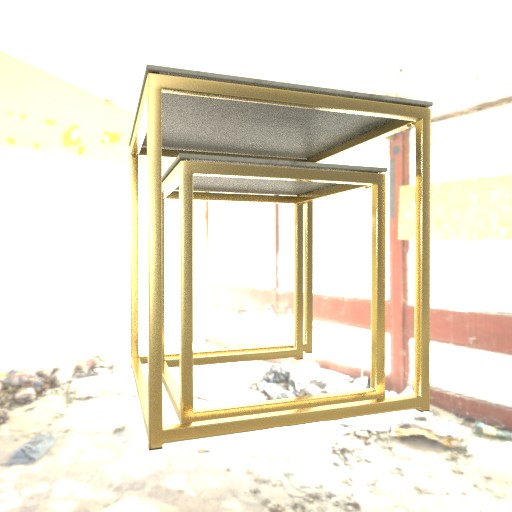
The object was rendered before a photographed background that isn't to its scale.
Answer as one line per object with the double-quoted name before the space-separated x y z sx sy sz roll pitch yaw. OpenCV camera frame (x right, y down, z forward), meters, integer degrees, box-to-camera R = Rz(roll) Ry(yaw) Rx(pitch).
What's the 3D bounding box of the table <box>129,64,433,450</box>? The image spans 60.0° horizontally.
"table" 0.000 0.000 0.856 0.450 0.500 0.450 0 1 -19
